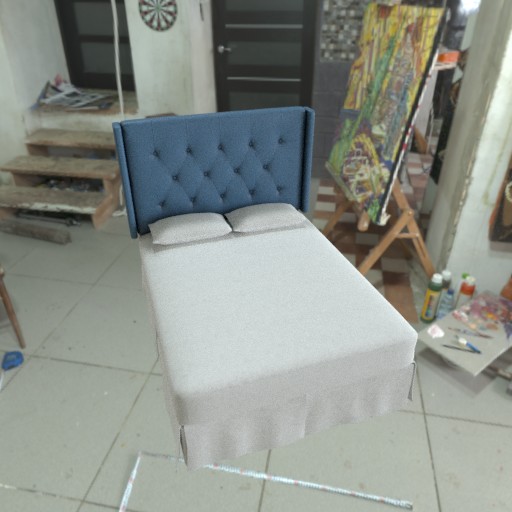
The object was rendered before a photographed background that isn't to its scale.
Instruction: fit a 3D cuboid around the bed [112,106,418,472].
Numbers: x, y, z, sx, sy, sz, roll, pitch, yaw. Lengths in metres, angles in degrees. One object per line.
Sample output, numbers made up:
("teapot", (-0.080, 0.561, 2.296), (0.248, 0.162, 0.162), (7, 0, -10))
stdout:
("bed", (0.000, 0.000, 3.331), (1.719, 1.665, 2.078), (-10, 33, -16))
